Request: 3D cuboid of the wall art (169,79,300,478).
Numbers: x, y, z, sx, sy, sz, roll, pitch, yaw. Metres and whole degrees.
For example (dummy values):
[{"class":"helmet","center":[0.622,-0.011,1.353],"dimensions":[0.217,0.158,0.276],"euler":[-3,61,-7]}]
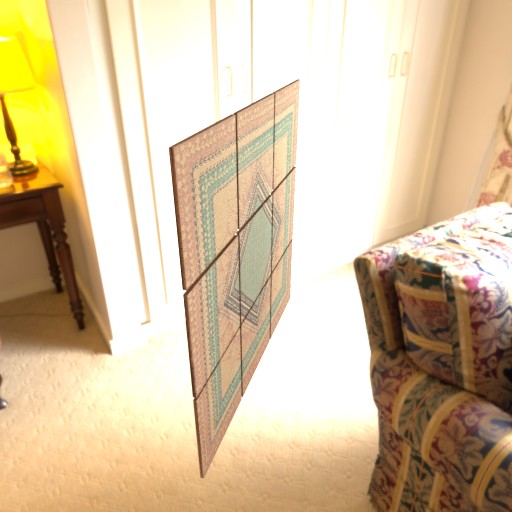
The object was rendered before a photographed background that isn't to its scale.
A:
[{"class":"wall art","center":[0.000,0.000,1.822],"dimensions":[0.013,1.213,1.215],"euler":[9,30,16]}]
